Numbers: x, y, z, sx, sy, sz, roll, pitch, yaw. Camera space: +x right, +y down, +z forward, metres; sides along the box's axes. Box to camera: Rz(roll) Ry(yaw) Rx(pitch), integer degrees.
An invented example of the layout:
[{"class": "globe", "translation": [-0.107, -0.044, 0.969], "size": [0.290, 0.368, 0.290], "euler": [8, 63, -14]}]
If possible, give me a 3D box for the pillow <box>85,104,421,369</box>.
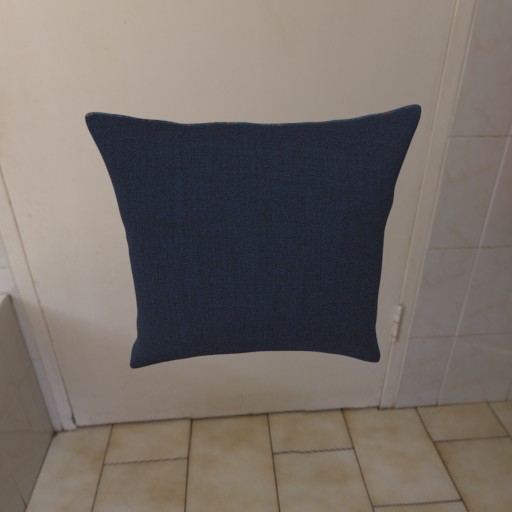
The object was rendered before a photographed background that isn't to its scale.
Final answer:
[{"class": "pillow", "translation": [0.000, 0.000, 0.661], "size": [0.431, 0.431, 0.141], "euler": [-1, 29, -2]}]
